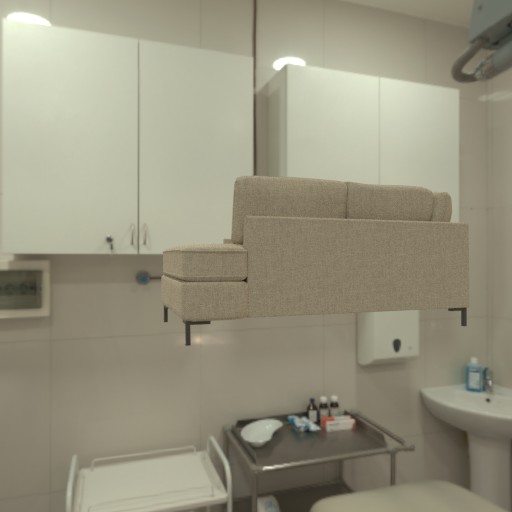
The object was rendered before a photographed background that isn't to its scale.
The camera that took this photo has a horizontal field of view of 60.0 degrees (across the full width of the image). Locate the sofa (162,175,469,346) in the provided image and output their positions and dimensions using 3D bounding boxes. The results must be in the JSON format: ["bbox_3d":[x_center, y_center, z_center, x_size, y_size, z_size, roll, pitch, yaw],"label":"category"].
[{"bbox_3d":[0.000,0.000,4.364,2.021,0.996,3.423,0,0,-19],"label":"sofa"}]
